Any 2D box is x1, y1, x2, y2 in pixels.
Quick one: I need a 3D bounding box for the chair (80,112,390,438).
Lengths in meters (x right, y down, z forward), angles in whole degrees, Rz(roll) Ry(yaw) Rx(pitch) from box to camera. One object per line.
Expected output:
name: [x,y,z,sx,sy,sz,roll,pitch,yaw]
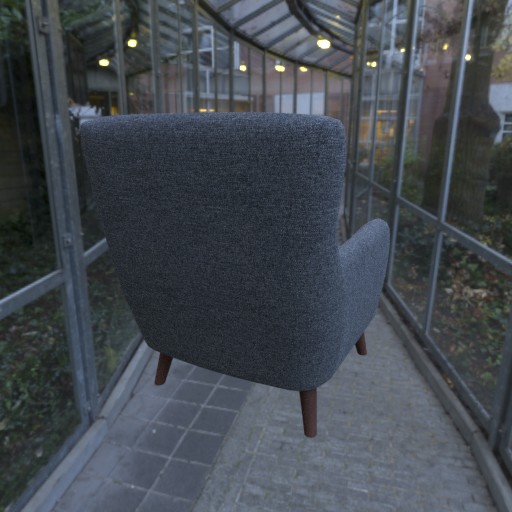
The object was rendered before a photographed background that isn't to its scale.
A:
chair: [0.000,0.000,1.733,0.889,1.039,0.940,9,18,27]
